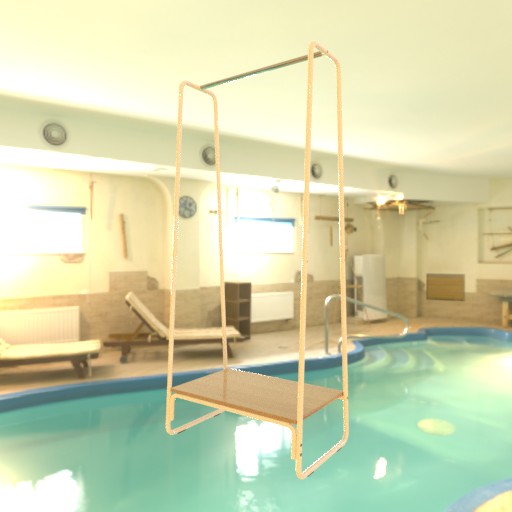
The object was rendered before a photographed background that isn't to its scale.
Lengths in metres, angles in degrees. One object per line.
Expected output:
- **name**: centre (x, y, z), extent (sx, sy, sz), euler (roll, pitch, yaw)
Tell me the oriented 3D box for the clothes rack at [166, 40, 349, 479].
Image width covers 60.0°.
- **clothes rack**: centre (0.000, 0.000, 1.795), extent (0.640, 1.500, 0.400), euler (1, 1, 35)
